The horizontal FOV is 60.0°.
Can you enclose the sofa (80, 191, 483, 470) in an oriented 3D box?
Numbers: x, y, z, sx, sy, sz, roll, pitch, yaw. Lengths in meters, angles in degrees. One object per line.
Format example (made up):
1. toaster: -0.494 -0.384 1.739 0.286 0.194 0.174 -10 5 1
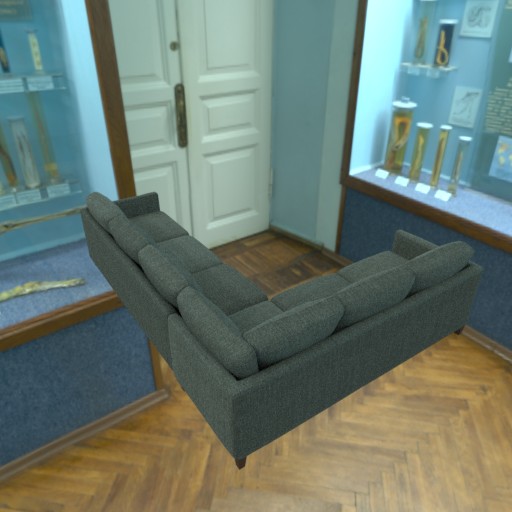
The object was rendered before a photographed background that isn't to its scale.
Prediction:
1. sofa: 0.000 0.000 4.482 2.593 0.947 3.302 -19 35 -29
